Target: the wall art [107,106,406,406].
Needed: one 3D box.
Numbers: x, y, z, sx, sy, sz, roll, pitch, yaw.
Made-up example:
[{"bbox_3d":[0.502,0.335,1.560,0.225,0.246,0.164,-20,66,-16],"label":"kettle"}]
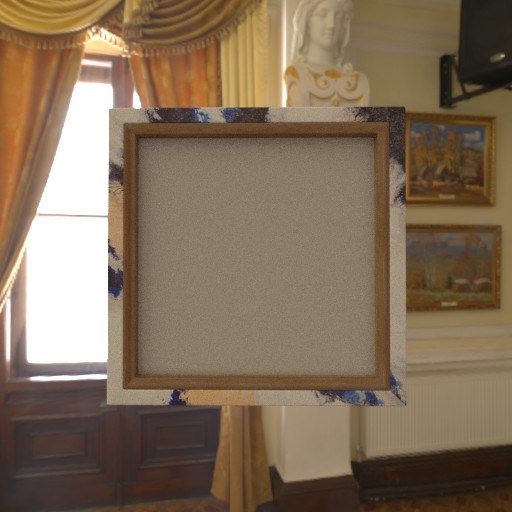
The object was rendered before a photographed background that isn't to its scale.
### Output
[{"bbox_3d":[0.000,0.000,0.920,0.609,0.609,0.039,0,-1,1],"label":"wall art"}]
